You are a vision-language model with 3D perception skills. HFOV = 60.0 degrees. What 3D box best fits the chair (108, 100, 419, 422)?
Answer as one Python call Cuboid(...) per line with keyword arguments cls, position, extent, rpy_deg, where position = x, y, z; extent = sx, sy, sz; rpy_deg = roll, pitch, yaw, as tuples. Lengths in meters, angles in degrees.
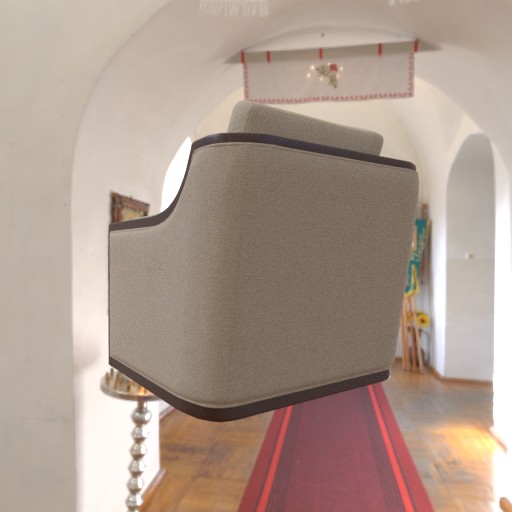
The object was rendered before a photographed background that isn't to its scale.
Cuboid(cls="chair", position=(0.000, 0.000, 1.687), extent=(0.870, 0.930, 0.950), rpy_deg=(0, 1, -36))
